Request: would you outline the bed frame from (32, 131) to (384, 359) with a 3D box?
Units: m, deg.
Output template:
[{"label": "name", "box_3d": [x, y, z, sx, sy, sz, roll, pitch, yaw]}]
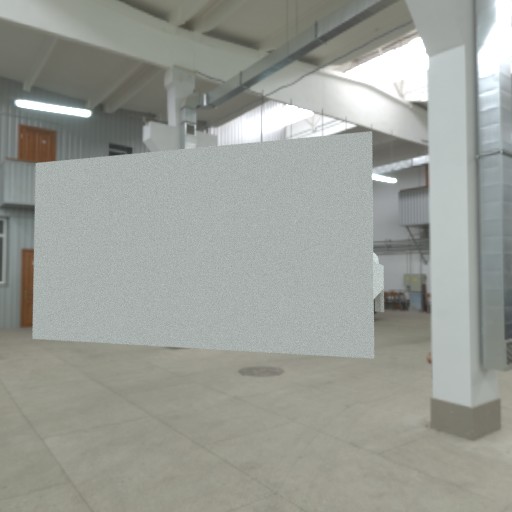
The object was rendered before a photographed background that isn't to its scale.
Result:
[{"label": "bed frame", "box_3d": [0.000, 0.000, 2.713, 1.490, 0.800, 1.950, -1, -2, 18]}]
